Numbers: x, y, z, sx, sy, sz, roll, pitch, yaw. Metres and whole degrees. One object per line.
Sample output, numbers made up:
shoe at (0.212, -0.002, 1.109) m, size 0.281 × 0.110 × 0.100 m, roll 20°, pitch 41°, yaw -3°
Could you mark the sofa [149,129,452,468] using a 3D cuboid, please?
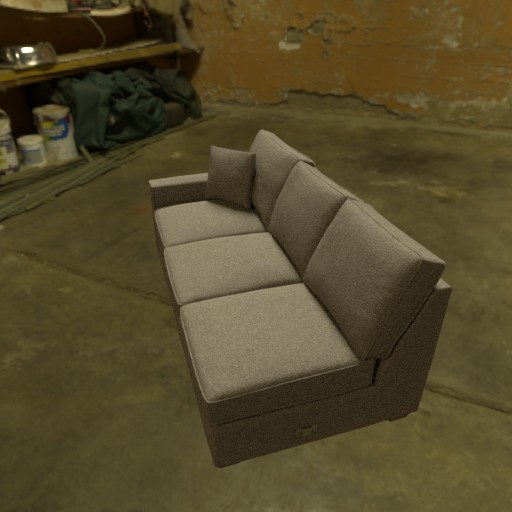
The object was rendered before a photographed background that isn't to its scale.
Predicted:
sofa at (0.000, 0.000, 2.552) m, size 1.034 × 0.946 × 1.963 m, roll -9°, pitch 32°, yaw -15°
